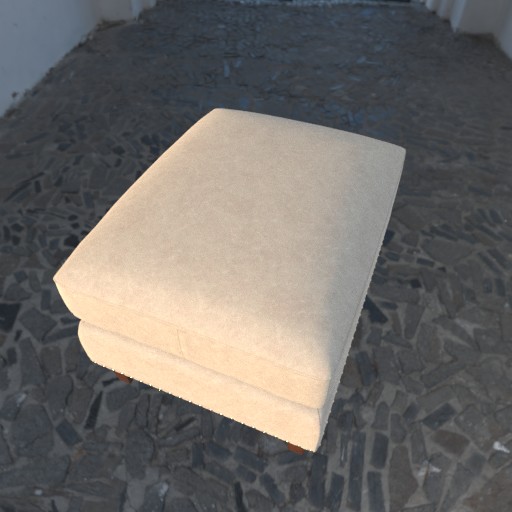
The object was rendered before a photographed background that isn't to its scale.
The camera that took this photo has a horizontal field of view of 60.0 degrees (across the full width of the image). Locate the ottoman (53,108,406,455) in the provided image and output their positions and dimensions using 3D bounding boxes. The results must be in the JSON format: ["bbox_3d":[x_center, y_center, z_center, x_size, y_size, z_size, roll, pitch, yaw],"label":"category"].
[{"bbox_3d":[0.000,0.000,1.144,0.584,0.513,0.741,17,49,15],"label":"ottoman"}]
